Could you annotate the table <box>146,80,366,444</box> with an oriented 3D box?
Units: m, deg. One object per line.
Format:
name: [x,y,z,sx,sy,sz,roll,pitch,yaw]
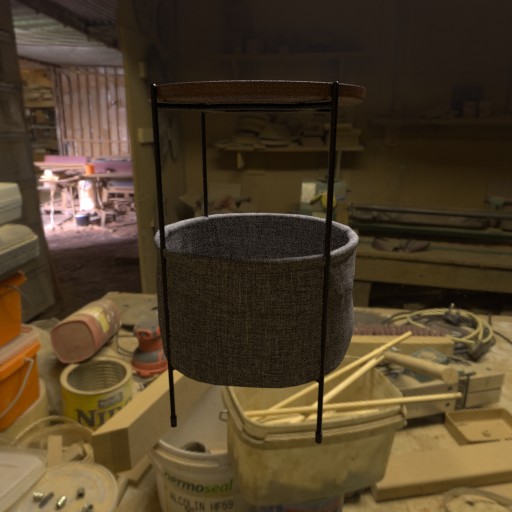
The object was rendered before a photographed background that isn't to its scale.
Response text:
table: [0.000,0.000,0.886,0.400,0.623,0.400,3,17,9]
